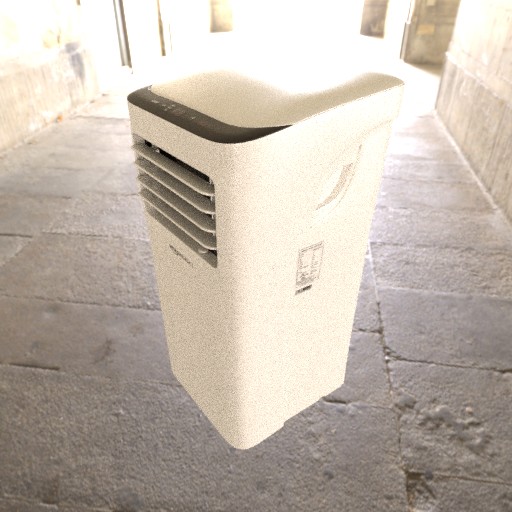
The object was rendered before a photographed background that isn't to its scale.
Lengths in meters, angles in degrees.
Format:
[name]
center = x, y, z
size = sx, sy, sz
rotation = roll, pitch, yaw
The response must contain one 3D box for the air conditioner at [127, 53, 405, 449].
[air conditioner]
center = 0.000, 0.000, 0.910
size = 0.369, 0.716, 0.352
rotation = -22, 39, -31
